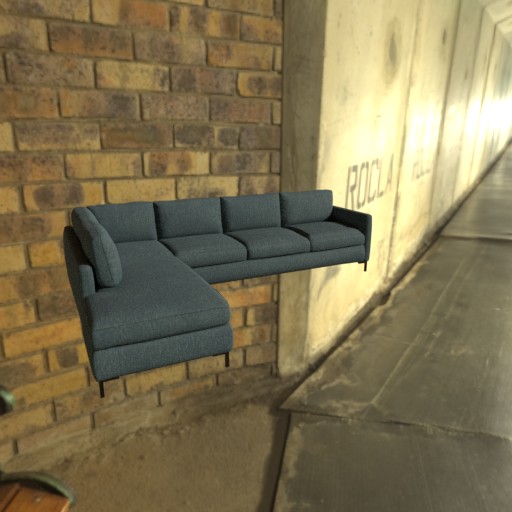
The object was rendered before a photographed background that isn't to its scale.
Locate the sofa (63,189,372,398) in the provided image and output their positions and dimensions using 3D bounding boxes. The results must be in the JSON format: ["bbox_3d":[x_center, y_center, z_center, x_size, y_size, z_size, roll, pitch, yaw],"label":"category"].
[{"bbox_3d":[0.000,0.000,3.801,2.949,0.815,2.007,-8,17,-25],"label":"sofa"}]
